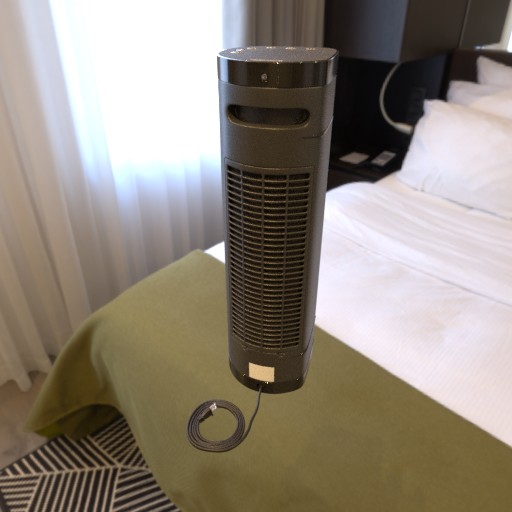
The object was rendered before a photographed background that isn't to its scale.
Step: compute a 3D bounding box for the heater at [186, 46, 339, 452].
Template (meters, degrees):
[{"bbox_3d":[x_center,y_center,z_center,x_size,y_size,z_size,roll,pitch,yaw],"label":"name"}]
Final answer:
[{"bbox_3d":[0.000,0.000,0.674,0.174,0.552,0.312,8,32,13],"label":"heater"}]
